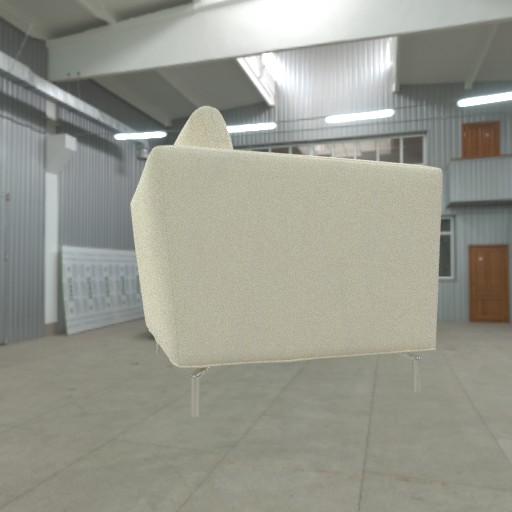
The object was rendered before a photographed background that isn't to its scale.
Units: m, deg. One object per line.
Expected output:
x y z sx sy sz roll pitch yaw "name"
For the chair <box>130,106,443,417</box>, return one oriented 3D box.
0.000 0.000 1.696 0.889 0.865 1.041 1 -2 -19 "chair"
